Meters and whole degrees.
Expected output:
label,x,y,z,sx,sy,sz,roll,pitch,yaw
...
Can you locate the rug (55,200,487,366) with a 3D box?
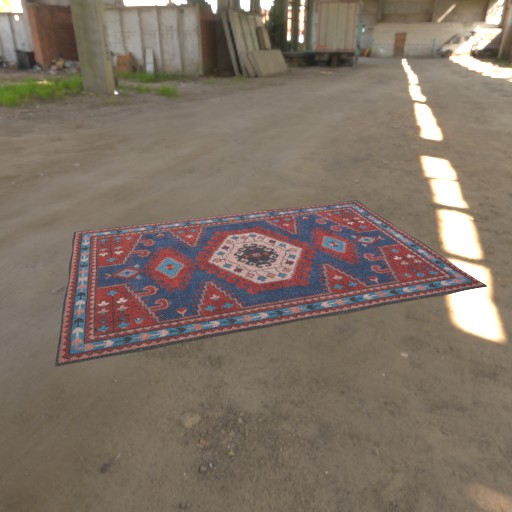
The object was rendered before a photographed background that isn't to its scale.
label,x,y,z,sx,sy,sz,roll,pitch,yaw
rug,0.000,0.000,2.271,1.820,0.012,1.207,-8,28,-15
